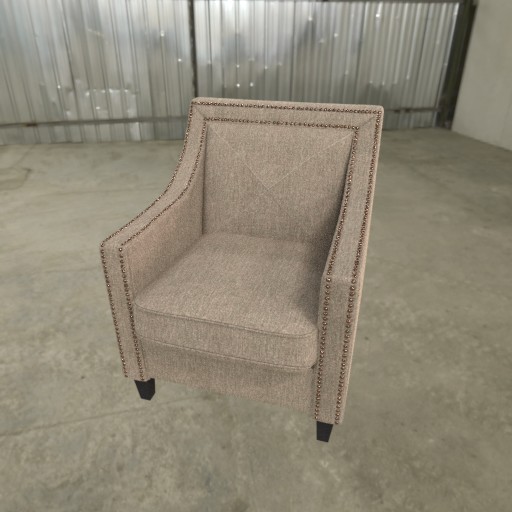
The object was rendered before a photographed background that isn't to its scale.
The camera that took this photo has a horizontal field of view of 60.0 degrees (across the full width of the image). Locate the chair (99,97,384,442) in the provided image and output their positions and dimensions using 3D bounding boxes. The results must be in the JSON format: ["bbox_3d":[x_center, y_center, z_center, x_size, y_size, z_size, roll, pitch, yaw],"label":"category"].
[{"bbox_3d":[0.000,0.000,1.626,0.776,0.967,0.884,8,29,14],"label":"chair"}]
